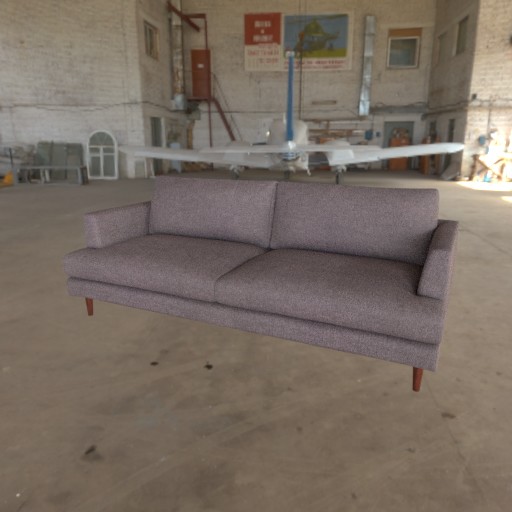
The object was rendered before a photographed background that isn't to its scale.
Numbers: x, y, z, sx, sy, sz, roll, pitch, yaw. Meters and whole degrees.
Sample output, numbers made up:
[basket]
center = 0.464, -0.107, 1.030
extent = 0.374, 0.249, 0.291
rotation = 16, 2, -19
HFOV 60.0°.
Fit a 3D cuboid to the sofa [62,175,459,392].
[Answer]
[sofa]
center = 0.000, 0.000, 2.753
extent = 2.250, 0.868, 1.020
rotation = 7, 17, 25
